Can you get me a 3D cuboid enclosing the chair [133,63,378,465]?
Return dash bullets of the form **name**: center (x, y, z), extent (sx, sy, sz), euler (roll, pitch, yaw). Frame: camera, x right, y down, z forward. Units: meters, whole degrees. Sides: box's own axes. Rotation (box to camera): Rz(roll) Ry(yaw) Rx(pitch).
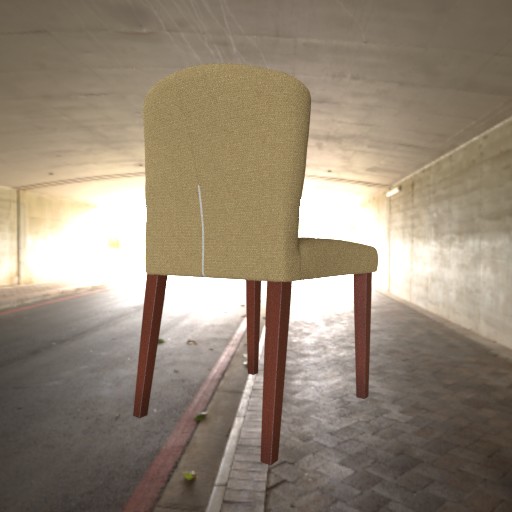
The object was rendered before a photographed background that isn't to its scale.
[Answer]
- **chair**: center (0.000, 0.000, 1.220), extent (0.491, 0.839, 0.589), euler (1, 2, 37)
